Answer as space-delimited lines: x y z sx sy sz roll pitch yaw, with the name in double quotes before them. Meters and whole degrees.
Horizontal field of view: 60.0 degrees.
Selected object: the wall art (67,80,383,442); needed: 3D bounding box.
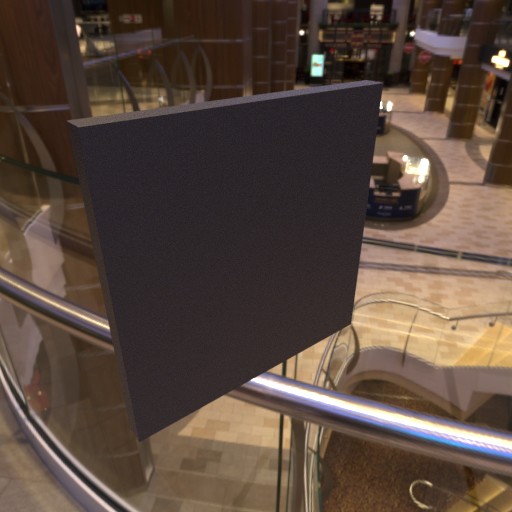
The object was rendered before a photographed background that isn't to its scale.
"wall art" 0.000 0.000 0.744 0.507 0.507 0.038 -21 35 -32
